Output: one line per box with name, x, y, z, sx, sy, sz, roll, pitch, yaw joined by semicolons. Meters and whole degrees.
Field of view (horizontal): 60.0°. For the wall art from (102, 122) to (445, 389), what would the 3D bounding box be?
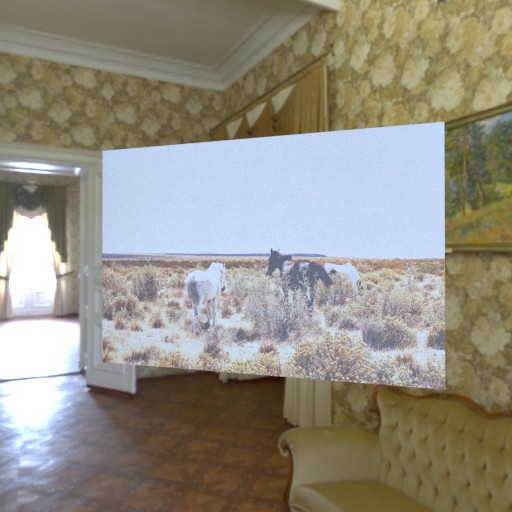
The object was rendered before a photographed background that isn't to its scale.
wall art;0.000;0.000;1.166;0.914;0.610;0.050;0;-1;17
